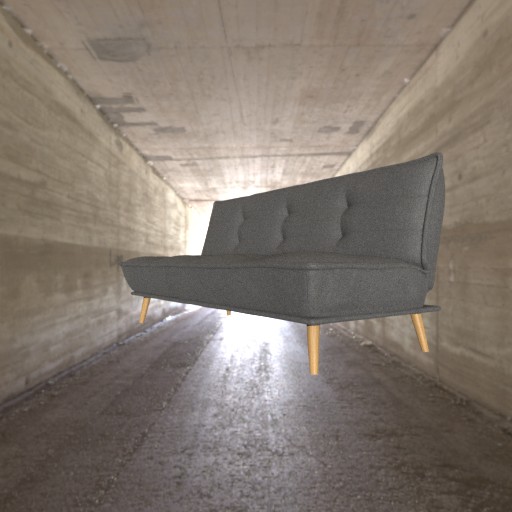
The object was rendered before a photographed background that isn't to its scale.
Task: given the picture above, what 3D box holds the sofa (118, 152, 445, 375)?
[{"bbox_3d":[0.000,0.000,2.522,0.950,0.890,1.940,1,-1,-36],"label":"sofa"}]
